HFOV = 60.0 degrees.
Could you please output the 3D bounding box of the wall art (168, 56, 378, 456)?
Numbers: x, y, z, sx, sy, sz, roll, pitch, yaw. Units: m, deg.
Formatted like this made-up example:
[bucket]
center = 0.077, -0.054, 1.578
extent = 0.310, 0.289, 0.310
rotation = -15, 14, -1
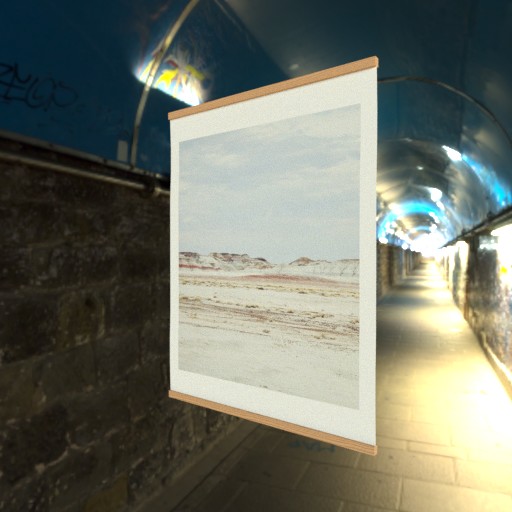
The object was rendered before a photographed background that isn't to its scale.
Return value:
[wall art]
center = 0.000, 0.000, 0.813
extent = 0.458, 0.605, 0.011
rotation = 0, 1, 37
